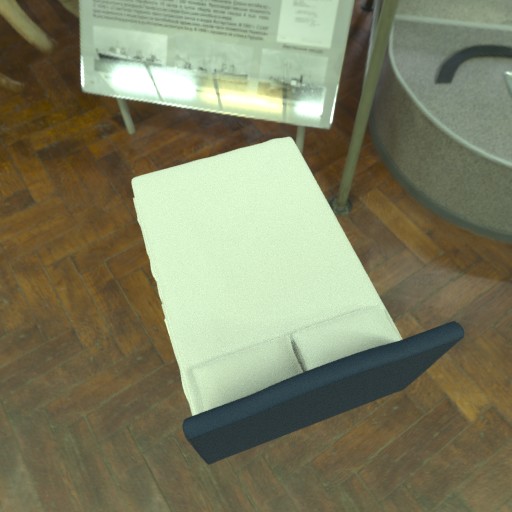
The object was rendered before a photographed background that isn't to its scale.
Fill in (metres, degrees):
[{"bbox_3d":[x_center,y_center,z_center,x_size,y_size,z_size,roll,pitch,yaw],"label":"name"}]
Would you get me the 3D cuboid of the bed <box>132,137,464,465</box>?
[{"bbox_3d":[0.000,0.000,3.543,1.741,1.441,2.507,-17,61,-10],"label":"bed"}]
